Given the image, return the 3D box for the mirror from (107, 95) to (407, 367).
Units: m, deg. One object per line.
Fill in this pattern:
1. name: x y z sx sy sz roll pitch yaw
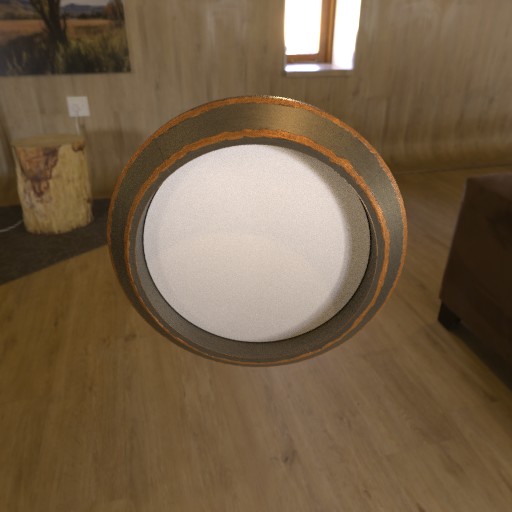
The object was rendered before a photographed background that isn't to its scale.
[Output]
1. mirror: 0.000 0.000 1.339 0.907 0.907 0.111 1 28 1
